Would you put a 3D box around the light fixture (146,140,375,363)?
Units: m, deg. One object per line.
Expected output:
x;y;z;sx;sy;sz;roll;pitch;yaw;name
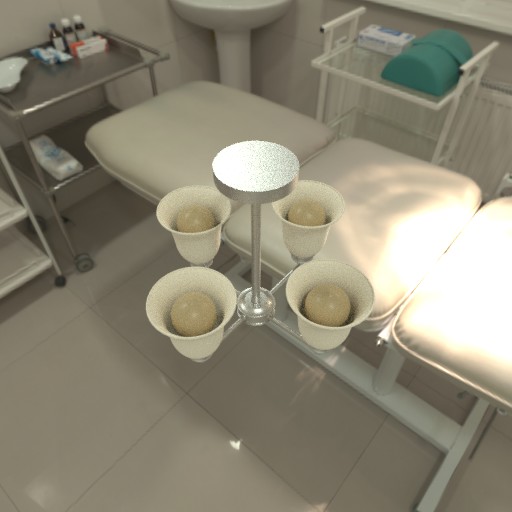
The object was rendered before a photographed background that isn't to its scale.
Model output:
0.000;0.000;0.749;0.427;0.370;0.427;32;54;26;light fixture
